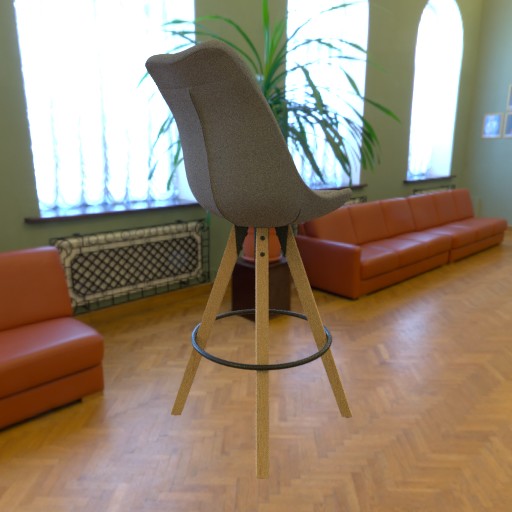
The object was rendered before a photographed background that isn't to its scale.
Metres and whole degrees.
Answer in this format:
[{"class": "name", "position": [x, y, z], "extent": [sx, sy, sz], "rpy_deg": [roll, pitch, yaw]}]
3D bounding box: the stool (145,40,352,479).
[{"class": "stool", "position": [0.000, 0.000, 1.365], "extent": [0.550, 1.115, 0.485], "rpy_deg": [-13, 19, -43]}]
